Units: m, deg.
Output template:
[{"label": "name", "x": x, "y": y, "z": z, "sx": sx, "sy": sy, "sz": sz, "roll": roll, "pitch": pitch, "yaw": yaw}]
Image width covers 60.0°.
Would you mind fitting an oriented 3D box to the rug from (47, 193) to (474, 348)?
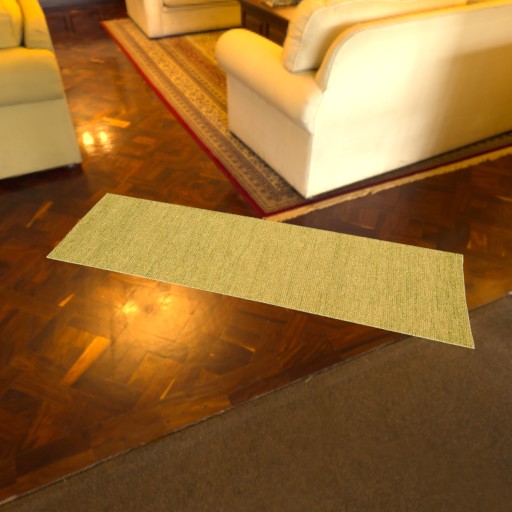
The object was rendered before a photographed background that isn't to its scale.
[{"label": "rug", "x": 0.000, "y": 0.000, "z": 2.572, "sx": 2.340, "sy": 0.013, "sz": 0.686, "roll": 11, "pitch": 43, "yaw": 12}]
